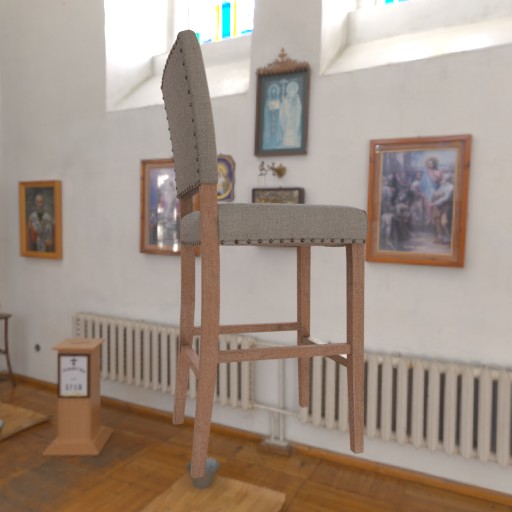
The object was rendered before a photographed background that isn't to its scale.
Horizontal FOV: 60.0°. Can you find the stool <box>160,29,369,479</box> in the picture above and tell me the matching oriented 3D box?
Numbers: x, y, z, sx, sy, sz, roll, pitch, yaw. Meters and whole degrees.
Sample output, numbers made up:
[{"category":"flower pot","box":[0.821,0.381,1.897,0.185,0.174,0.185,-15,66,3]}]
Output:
[{"category":"stool","box":[0.000,0.000,1.458,0.585,1.203,0.445,-1,2,-18]}]
